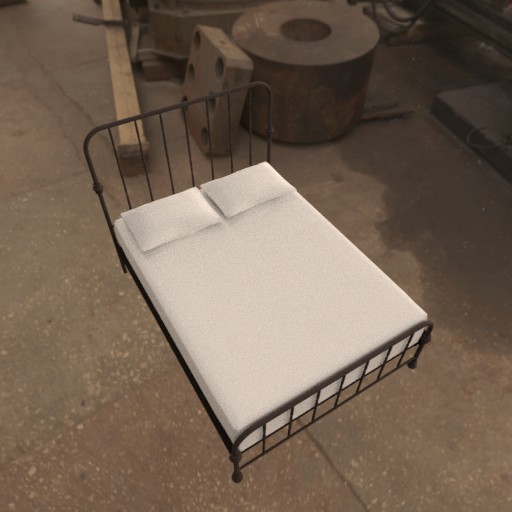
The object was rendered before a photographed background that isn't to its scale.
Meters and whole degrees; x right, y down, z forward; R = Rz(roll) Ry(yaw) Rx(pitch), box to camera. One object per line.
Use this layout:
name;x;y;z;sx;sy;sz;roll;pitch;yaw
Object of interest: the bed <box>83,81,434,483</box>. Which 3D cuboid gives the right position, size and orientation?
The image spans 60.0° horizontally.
bed;0.000;0.000;3.201;1.616;1.446;2.134;-24;51;-21
